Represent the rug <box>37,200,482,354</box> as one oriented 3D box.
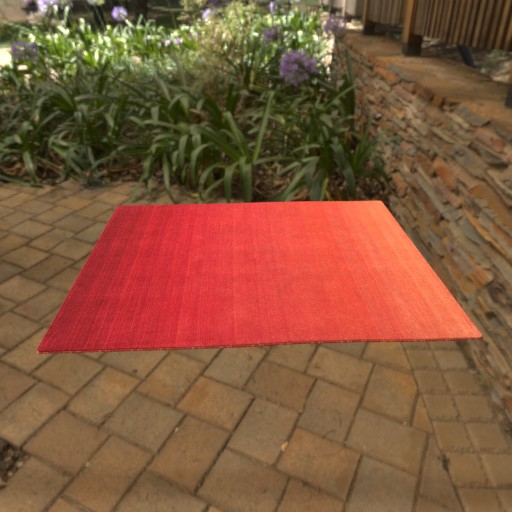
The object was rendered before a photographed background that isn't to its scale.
[{"bbox_3d":[0.000,0.000,3.874,2.905,0.028,2.340,-1,30,-2],"label":"rug"}]
